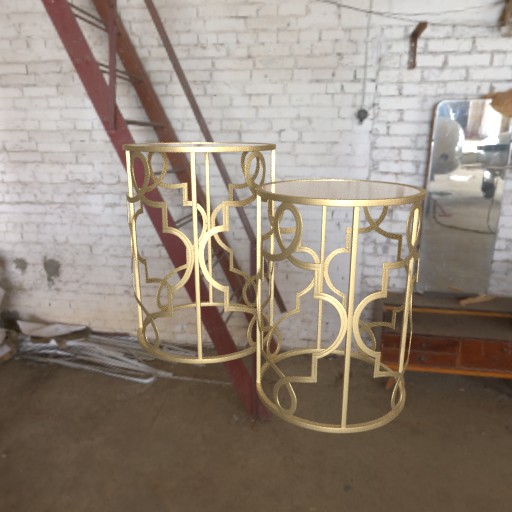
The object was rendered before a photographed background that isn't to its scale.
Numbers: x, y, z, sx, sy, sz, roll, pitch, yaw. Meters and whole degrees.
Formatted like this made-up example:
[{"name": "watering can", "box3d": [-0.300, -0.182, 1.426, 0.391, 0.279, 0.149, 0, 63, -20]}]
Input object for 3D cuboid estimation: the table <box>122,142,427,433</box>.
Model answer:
[{"name": "table", "box3d": [0.000, 0.000, 1.170, 0.846, 0.564, 0.420, 14, 21, 42]}]
